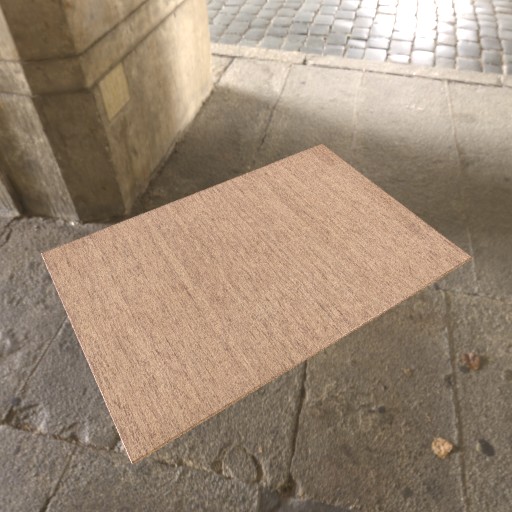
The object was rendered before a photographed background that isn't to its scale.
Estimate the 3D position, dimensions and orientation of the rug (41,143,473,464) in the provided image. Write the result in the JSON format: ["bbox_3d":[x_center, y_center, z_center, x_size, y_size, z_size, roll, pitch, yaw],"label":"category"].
[{"bbox_3d":[0.000,0.000,2.270,1.840,0.013,1.225,-25,52,-21],"label":"rug"}]
